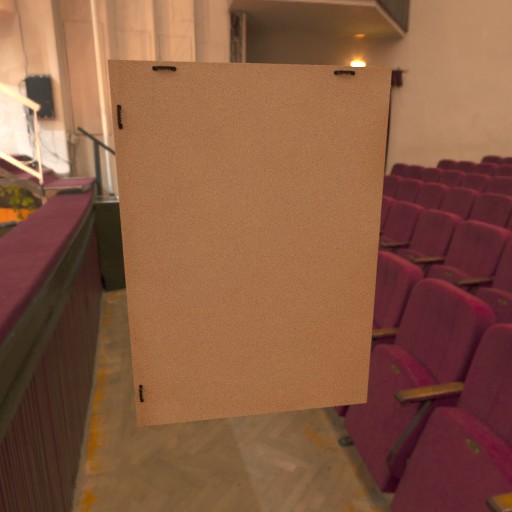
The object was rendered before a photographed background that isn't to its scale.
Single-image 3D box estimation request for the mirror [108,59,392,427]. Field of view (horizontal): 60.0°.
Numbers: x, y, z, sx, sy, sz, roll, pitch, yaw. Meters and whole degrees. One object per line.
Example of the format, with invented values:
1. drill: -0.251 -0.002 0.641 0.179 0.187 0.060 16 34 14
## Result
1. mirror: 0.000 0.000 0.887 0.507 0.710 0.039 -3 16 -9
